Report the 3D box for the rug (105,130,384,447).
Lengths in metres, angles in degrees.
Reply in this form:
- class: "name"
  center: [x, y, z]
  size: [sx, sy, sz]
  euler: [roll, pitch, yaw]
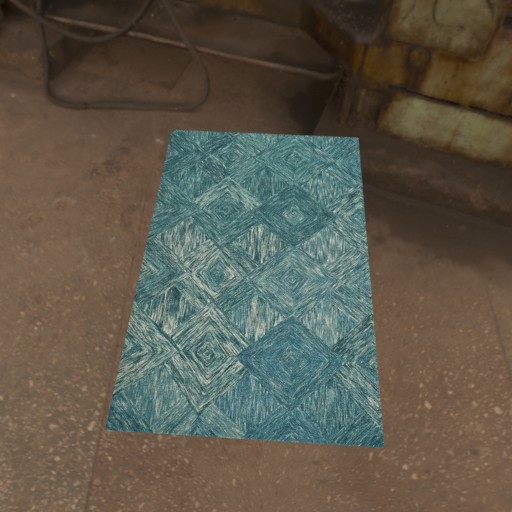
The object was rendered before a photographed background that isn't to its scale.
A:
- class: "rug"
  center: [0.000, 0.000, 2.945]
  size: [1.490, 0.015, 2.277]
  euler: [3, 59, 2]
